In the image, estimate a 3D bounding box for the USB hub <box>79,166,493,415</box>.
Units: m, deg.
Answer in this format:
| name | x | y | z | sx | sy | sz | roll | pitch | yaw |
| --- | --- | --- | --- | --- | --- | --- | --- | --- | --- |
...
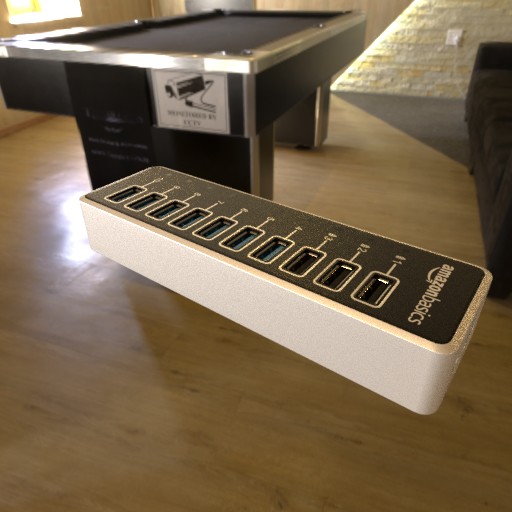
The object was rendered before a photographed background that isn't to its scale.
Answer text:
| name | x | y | z | sx | sy | sz | roll | pitch | yaw |
| --- | --- | --- | --- | --- | --- | --- | --- | --- | --- |
| USB hub | 0.000 | 0.000 | 0.159 | 0.145 | 0.023 | 0.044 | 22 | 39 | 30 |
